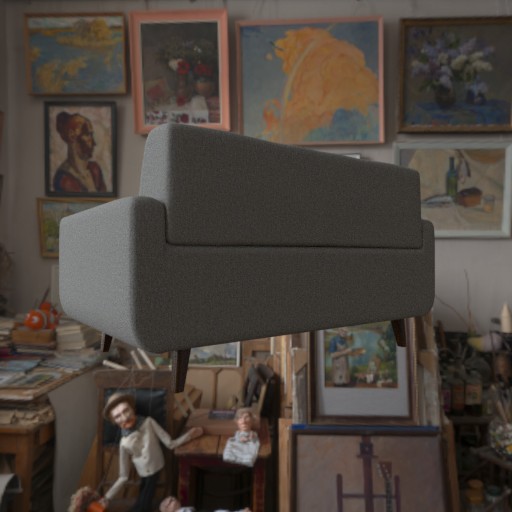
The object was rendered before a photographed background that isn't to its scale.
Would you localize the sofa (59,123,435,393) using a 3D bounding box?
[{"bbox_3d":[0.000,0.000,2.216,1.651,0.925,0.952,0,0,-36],"label":"sofa"}]
